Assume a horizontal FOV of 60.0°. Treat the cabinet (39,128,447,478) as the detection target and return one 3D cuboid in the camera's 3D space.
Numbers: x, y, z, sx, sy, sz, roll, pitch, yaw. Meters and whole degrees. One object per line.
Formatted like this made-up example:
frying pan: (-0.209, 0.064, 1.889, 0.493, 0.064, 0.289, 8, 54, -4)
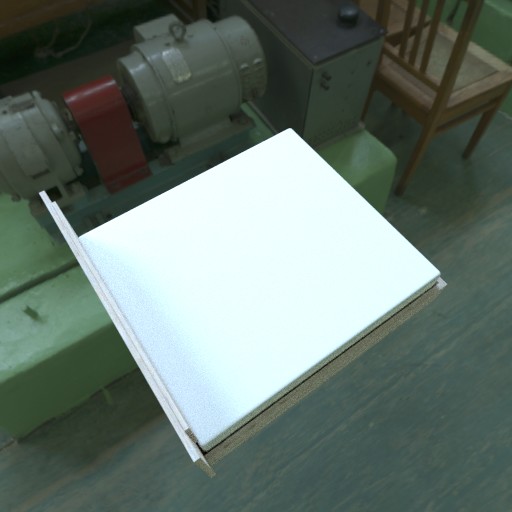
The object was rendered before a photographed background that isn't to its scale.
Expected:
cabinet: (0.000, 0.000, 3.184, 2.080, 0.970, 1.950, -31, 64, -17)
